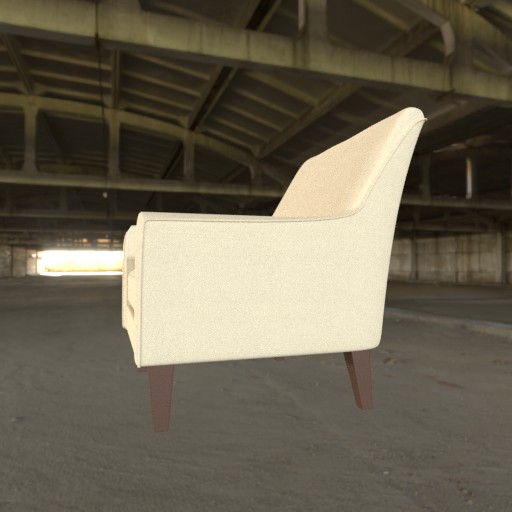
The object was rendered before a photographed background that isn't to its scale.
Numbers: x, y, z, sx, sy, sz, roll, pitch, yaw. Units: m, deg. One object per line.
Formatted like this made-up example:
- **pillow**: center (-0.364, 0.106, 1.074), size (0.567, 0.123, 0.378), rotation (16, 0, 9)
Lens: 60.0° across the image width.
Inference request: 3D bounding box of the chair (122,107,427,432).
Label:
- **chair**: center (0.000, 0.000, 1.598), size (0.899, 0.919, 0.780), rotation (0, -1, -19)
